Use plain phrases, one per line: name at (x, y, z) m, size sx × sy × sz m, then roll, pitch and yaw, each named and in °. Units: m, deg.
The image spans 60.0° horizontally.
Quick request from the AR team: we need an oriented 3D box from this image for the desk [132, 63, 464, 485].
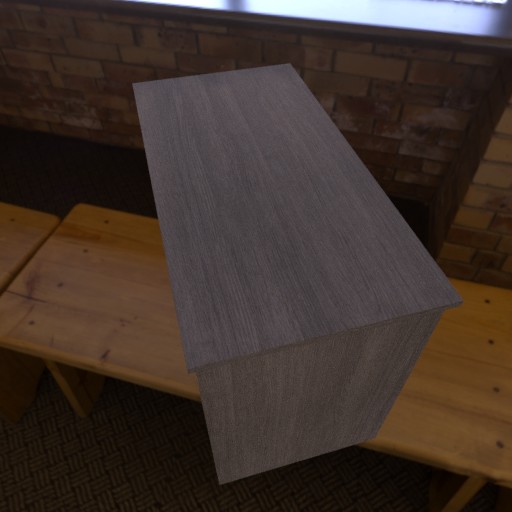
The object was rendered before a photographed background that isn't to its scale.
desk at (0.000, 0.000, 1.464) m, size 0.560 × 0.735 × 1.097 m, roll -12°, pitch 49°, yaw -10°
